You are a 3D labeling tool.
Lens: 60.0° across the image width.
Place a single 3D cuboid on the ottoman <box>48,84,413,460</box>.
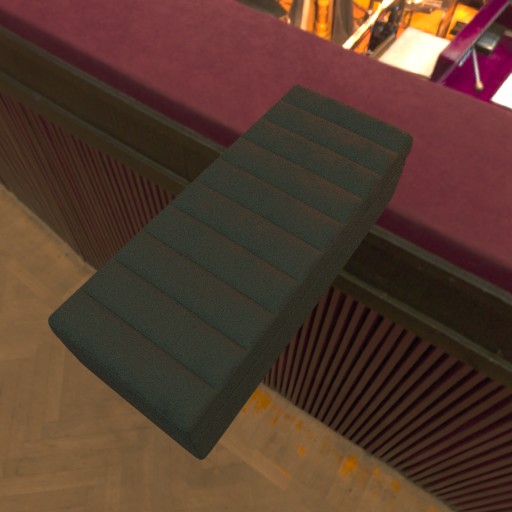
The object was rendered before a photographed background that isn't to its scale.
[{"bbox_3d":[0.000,0.000,1.438,0.482,0.469,1.151,31,62,18],"label":"ottoman"}]
